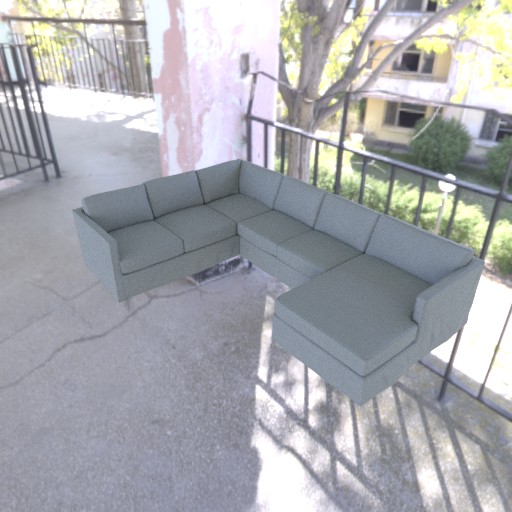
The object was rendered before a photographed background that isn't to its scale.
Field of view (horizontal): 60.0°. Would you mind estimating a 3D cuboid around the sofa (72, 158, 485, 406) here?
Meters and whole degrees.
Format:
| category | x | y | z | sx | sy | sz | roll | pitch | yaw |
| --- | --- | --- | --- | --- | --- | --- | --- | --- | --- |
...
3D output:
| category | x | y | z | sx | sy | sz | roll | pitch | yaw |
| --- | --- | --- | --- | --- | --- | --- | --- | --- | --- |
| sofa | 0.000 | 0.000 | 4.479 | 2.427 | 0.882 | 3.460 | -22 | 37 | -33 |
